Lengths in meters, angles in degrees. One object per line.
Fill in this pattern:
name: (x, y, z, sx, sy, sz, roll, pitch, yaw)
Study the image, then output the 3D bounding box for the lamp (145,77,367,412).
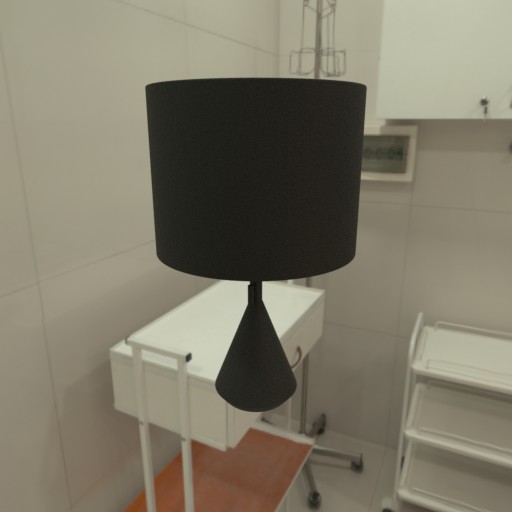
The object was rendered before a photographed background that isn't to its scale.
lamp: (0.000, 0.000, 0.821, 0.359, 0.584, 0.359, 8, 18, 24)
